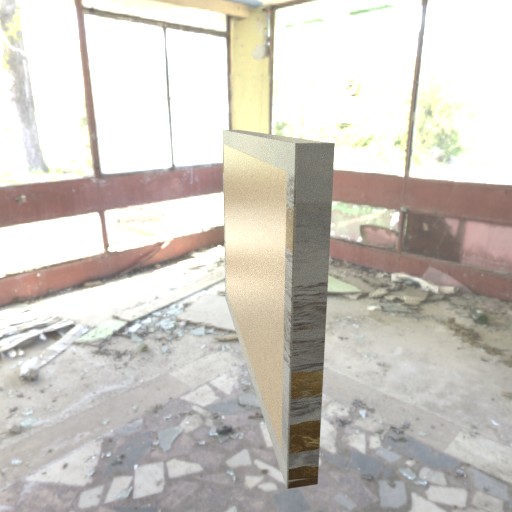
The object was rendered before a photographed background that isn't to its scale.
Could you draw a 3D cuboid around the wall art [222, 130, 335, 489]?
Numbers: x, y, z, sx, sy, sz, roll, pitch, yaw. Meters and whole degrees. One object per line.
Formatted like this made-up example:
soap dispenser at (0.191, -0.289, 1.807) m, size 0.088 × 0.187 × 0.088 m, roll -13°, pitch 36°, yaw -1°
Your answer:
wall art at (0.000, 0.000, 0.766) m, size 0.041 × 0.407 × 0.606 m, roll -3°, pitch 17°, yaw -10°
